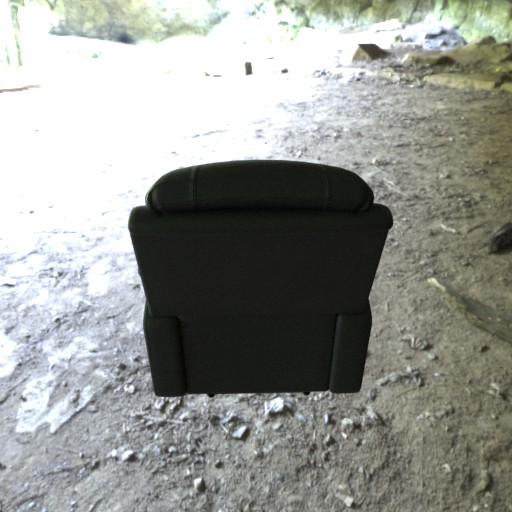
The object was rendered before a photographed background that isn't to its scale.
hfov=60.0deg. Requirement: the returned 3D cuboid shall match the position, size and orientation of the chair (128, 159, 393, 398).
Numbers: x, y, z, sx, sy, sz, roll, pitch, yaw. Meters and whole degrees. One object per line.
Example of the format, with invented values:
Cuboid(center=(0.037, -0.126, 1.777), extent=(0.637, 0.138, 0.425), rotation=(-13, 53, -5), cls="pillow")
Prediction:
Cuboid(center=(0.000, 0.000, 1.711), extent=(0.855, 0.992, 0.919), rotation=(-1, 31, -1), cls="chair")
